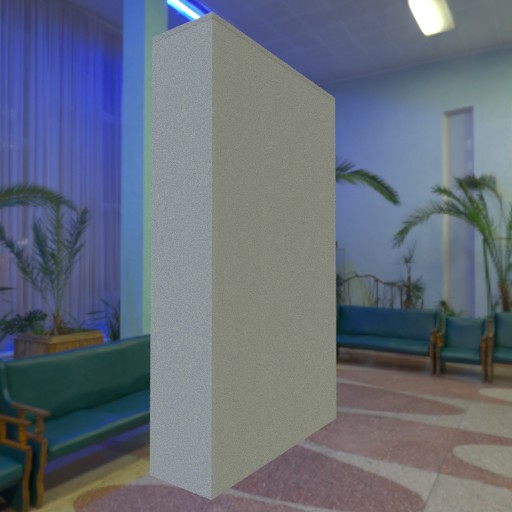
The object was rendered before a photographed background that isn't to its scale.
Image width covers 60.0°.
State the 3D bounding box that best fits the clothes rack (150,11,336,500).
[{"bbox_3d":[0.000,0.000,1.538,0.250,1.280,0.750,-1,-1,35],"label":"clothes rack"}]
